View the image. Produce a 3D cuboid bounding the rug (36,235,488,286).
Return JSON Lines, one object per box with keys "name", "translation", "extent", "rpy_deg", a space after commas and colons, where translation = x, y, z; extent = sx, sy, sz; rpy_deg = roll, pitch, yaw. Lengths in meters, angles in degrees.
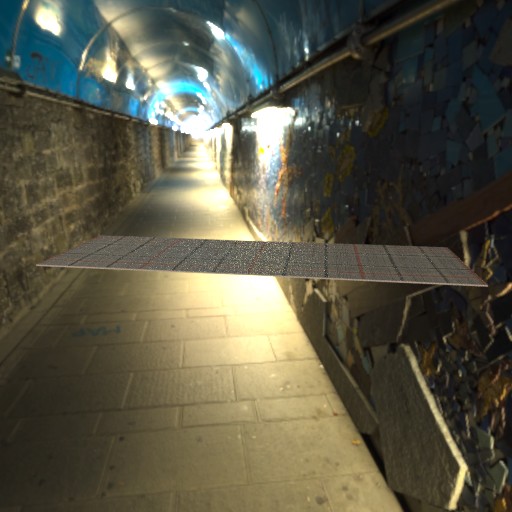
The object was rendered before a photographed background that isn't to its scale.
{"name": "rug", "translation": [0.000, 0.000, 2.734], "extent": [2.439, 0.008, 0.762], "rpy_deg": [2, 16, 8]}
